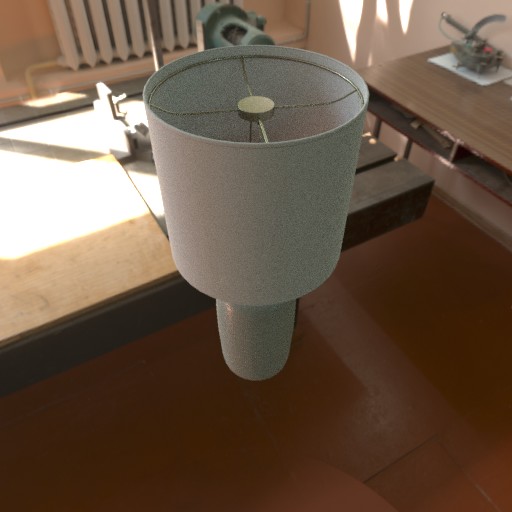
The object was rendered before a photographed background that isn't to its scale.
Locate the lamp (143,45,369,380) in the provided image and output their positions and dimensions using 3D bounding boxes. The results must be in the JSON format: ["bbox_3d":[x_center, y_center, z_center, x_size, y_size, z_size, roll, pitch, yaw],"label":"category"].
[{"bbox_3d":[0.000,0.000,0.605,0.220,0.475,0.220,3,45,4],"label":"lamp"}]
